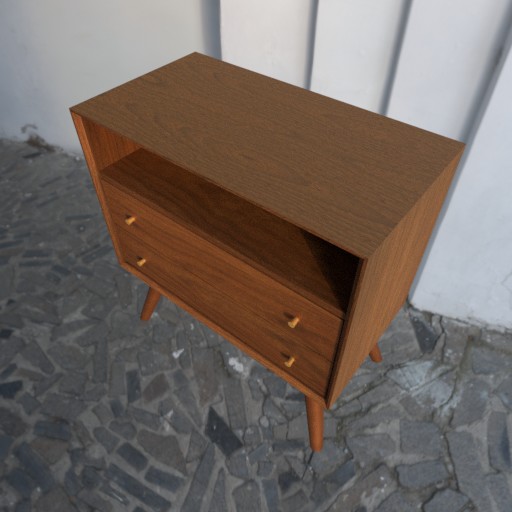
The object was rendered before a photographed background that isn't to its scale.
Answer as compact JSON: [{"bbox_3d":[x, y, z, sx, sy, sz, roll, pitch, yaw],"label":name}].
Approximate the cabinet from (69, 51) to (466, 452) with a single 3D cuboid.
[{"bbox_3d":[0.000,0.000,1.153,0.712,0.748,0.388,30,53,26],"label":"cabinet"}]
